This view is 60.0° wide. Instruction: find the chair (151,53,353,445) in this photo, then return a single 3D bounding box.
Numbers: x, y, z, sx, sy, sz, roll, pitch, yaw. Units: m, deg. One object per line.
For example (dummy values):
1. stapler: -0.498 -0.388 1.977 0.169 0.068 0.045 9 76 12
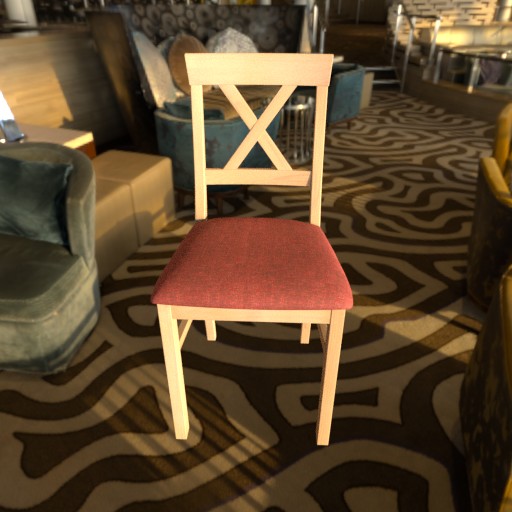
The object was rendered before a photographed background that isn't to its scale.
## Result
1. chair: 0.000 0.000 1.148 0.439 0.912 0.492 1 31 2
